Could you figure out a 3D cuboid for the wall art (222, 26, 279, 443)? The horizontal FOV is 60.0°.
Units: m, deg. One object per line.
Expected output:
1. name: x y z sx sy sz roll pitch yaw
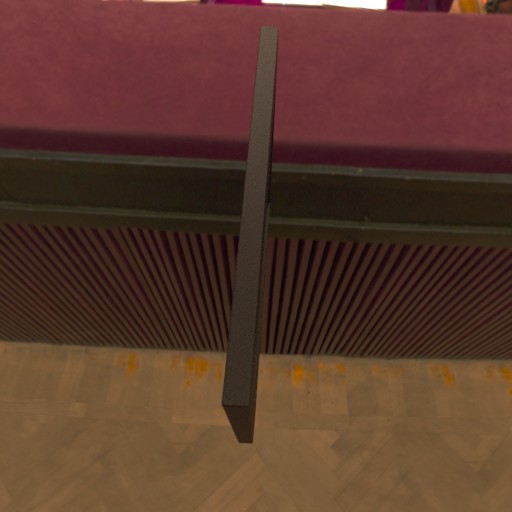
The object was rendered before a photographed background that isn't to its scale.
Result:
1. wall art: 0.000 0.000 0.754 0.031 0.457 0.558 4 63 2
